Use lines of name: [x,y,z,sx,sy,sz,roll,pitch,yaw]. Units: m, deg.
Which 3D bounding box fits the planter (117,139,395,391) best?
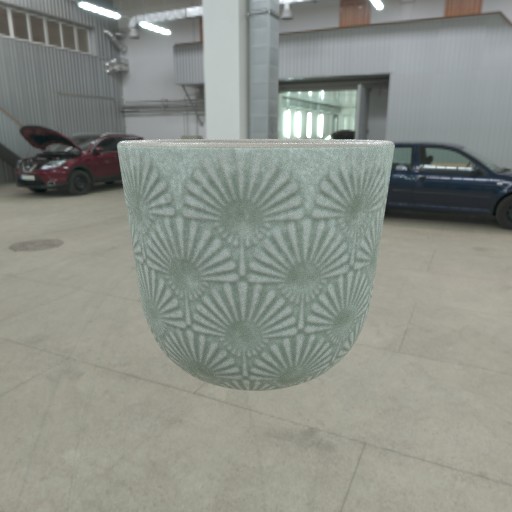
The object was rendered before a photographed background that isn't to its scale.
planter: [0.000,0.000,0.302,0.170,0.152,0.170,0,15,0]
